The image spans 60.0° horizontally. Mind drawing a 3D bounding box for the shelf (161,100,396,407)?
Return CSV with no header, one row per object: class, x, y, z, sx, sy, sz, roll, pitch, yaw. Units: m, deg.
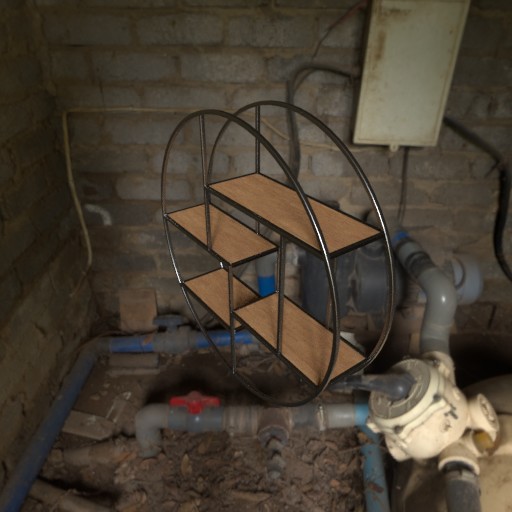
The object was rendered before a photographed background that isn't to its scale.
shelf,0.000,0.000,1.365,0.202,0.888,0.888,-20,36,-31
